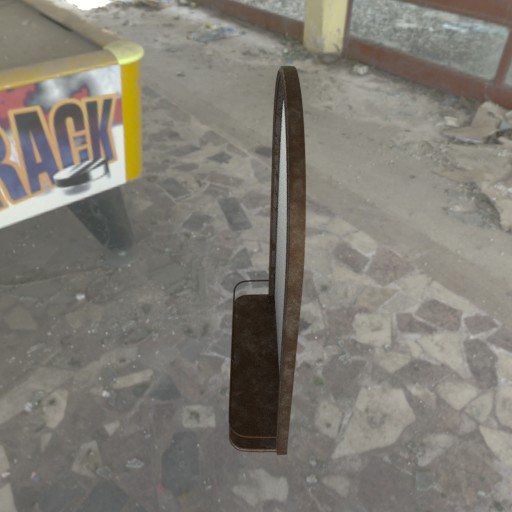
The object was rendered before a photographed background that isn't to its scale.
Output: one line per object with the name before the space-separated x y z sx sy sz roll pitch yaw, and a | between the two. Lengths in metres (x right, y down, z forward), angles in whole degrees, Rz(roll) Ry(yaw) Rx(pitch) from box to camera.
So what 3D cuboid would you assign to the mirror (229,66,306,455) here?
mirror | 0.000 0.000 0.964 0.137 0.770 0.510 0 40 0
